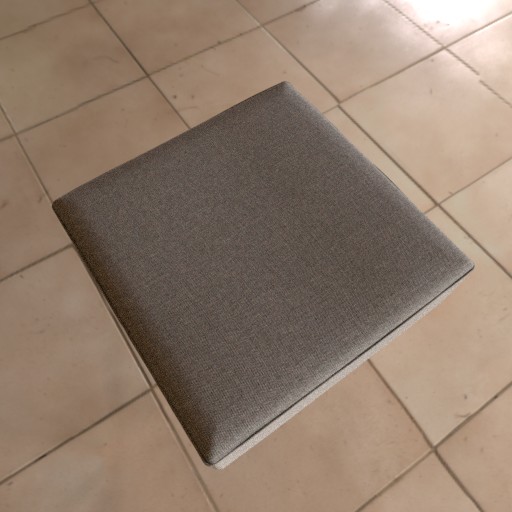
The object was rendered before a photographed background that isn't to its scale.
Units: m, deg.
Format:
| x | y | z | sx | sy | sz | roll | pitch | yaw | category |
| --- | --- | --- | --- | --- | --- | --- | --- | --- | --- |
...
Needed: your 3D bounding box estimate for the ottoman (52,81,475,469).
| x | y | z | sx | sy | sz | roll | pitch | yaw | category |
| --- | --- | --- | --- | --- | --- | --- | --- | --- | --- |
| 0.000 | 0.000 | 1.589 | 1.023 | 0.423 | 1.017 | -32 | 68 | -15 | ottoman |
